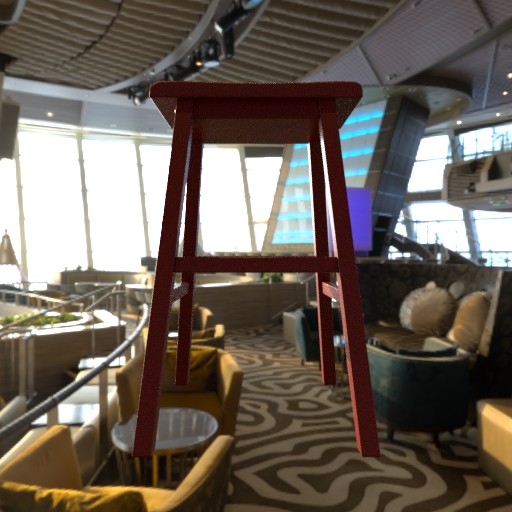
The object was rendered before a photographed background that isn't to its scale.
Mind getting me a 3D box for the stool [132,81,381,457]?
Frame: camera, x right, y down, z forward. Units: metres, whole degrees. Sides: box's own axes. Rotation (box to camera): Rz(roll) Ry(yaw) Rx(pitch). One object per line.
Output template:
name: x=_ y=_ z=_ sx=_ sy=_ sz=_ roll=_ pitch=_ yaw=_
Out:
stool: x=0.000 y=0.000 z=1.050 sx=0.457 sy=0.737 sz=0.476 roll=0 pitch=0 yaw=0
